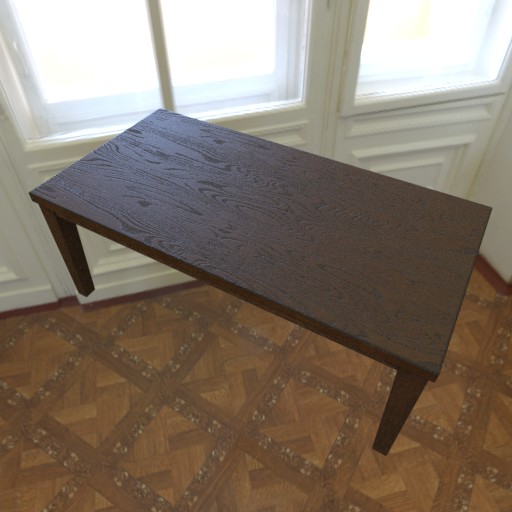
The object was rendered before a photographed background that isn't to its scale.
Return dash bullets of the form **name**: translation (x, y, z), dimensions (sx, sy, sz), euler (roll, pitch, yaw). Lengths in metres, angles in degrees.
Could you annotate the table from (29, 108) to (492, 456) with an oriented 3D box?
- **table**: translation (0.000, 0.000, 2.388), dimensions (1.981, 0.762, 1.016), euler (22, 49, 21)
